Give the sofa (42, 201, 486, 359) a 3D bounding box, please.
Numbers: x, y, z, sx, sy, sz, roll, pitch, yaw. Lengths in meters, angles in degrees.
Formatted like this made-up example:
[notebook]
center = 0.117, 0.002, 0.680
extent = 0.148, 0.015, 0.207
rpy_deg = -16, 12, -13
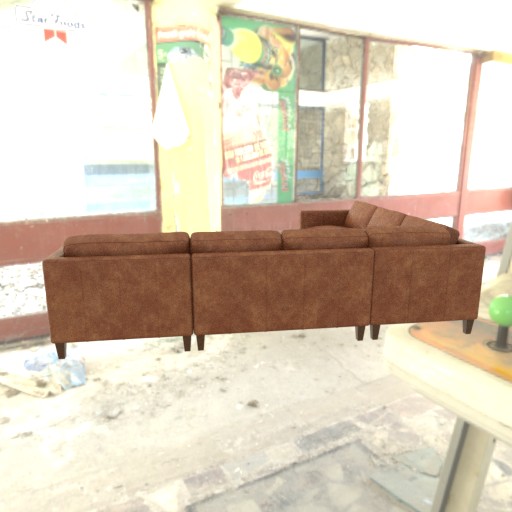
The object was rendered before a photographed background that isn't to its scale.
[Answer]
[sofa]
center = 0.000, 0.000, 4.498
extent = 3.324, 0.888, 2.452
rpy_deg = -2, 13, -8
